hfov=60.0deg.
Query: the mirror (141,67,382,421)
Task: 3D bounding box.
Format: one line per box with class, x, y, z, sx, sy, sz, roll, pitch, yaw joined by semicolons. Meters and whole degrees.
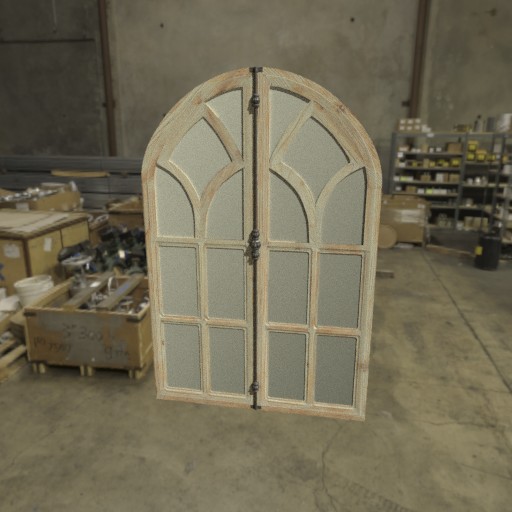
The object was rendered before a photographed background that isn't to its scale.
mirror;0.000;0.000;1.154;0.609;0.915;0.032;3;15;10
